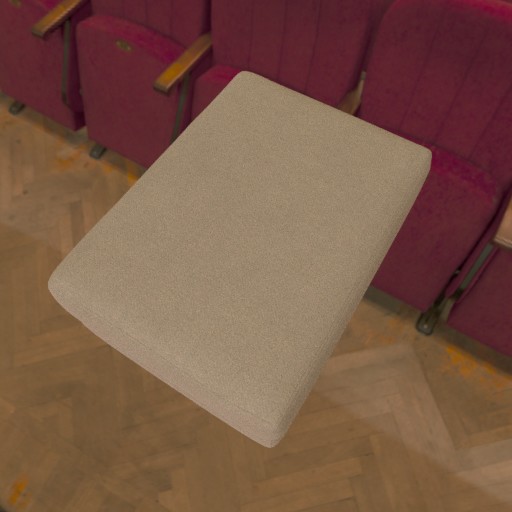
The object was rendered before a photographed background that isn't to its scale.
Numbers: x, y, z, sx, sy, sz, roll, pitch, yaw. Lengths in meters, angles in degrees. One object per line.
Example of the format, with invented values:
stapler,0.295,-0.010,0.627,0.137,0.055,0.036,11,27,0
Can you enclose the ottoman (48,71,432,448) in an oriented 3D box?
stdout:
ottoman,0.000,0.000,1.146,0.569,0.499,0.773,29,65,15
